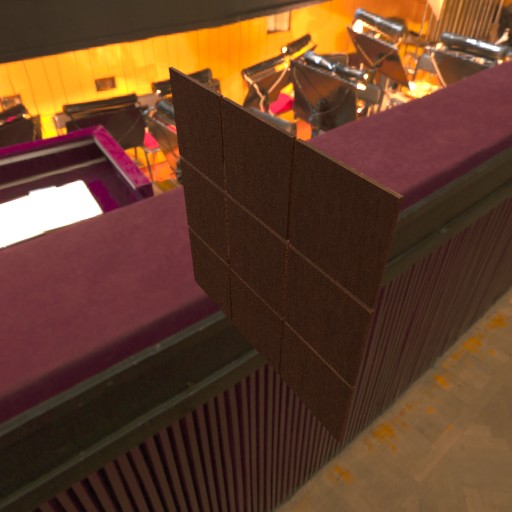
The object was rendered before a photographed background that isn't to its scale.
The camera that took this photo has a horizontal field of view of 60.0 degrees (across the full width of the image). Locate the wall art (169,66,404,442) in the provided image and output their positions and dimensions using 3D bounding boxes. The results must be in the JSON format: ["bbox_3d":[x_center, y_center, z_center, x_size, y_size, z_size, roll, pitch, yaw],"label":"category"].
[{"bbox_3d":[0.000,0.000,1.393,0.013,0.914,0.915,-25,46,-26],"label":"wall art"}]
